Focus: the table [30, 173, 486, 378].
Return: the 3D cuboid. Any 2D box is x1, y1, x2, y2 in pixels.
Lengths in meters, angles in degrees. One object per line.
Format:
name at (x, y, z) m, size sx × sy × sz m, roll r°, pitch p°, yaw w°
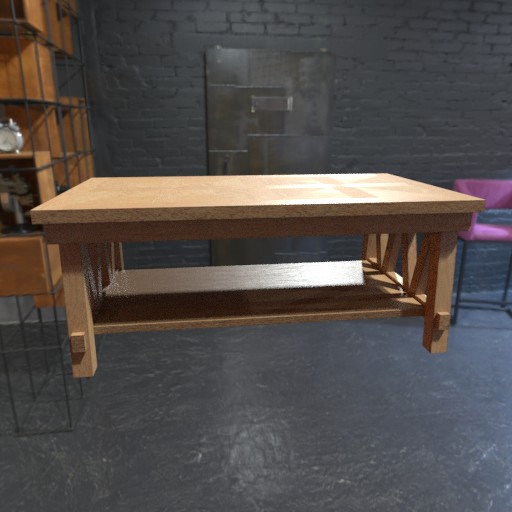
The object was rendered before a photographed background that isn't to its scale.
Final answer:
table at (0.000, 0.000, 1.634) m, size 1.270 × 0.507 × 0.711 m, roll -2°, pitch 17°, yaw -7°
